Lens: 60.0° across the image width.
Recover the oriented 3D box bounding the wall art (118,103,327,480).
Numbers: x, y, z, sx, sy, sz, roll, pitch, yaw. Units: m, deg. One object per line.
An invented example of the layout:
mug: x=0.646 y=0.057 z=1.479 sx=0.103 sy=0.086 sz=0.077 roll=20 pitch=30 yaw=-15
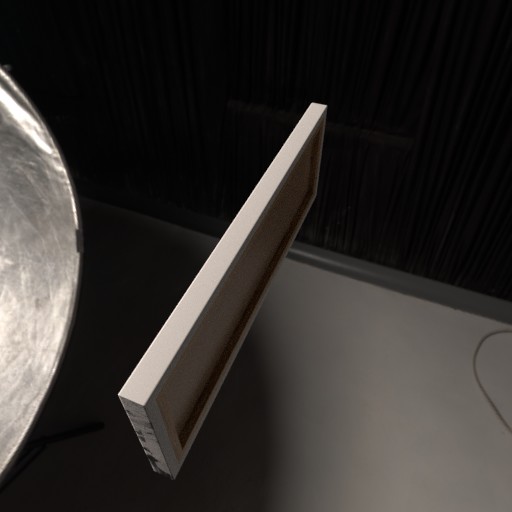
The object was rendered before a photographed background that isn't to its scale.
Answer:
wall art: x=0.000 y=0.000 z=0.846 sx=0.038 sy=0.255 sz=0.763 roll=16 pitch=48 yaw=15
